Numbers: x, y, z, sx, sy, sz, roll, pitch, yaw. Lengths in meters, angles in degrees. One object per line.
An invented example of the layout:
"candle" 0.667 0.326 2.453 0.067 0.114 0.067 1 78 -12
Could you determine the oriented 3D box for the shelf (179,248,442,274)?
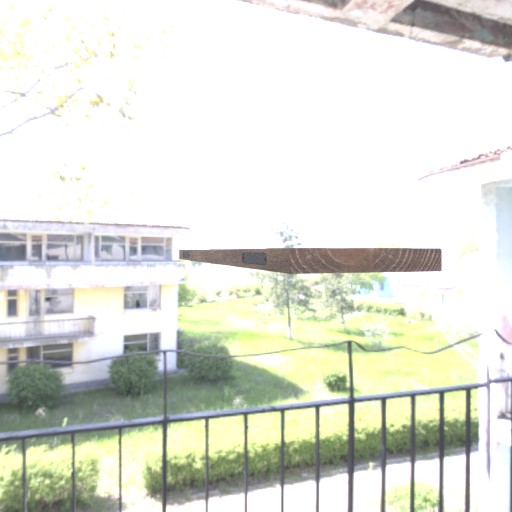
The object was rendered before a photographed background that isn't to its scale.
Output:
"shelf" 0.000 0.000 0.648 0.140 0.020 0.610 0 1 -18
